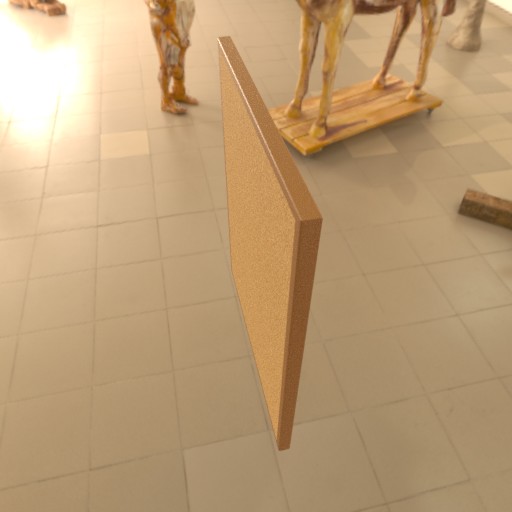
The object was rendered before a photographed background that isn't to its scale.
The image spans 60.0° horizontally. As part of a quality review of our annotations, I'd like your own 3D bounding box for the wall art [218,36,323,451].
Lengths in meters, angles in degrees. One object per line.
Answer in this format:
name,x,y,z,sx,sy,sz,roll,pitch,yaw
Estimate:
wall art,0.000,0.000,0.516,0.015,0.379,0.310,-10,47,-9
